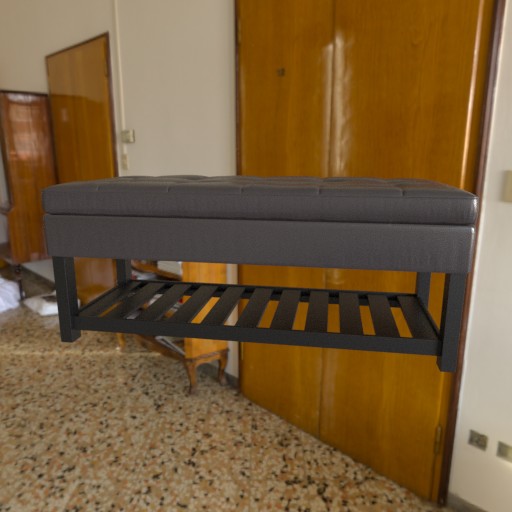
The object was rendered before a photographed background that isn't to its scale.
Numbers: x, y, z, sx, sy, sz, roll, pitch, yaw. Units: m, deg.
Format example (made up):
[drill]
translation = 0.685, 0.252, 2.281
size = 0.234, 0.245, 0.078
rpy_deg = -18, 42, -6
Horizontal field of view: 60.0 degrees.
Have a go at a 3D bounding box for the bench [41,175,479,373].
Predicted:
[bench]
translation = 0.000, 0.000, 1.332
size = 1.105, 0.460, 0.432
rpy_deg = 2, 14, 10
